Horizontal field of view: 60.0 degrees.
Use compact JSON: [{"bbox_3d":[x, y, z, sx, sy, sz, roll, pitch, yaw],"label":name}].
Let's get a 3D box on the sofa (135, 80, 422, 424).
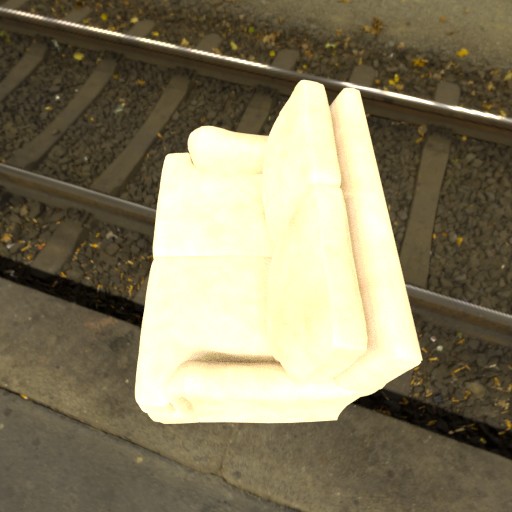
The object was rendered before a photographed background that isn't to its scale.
[{"bbox_3d":[0.000,0.000,2.223,1.086,1.087,1.498,-1,57,-1],"label":"sofa"}]
